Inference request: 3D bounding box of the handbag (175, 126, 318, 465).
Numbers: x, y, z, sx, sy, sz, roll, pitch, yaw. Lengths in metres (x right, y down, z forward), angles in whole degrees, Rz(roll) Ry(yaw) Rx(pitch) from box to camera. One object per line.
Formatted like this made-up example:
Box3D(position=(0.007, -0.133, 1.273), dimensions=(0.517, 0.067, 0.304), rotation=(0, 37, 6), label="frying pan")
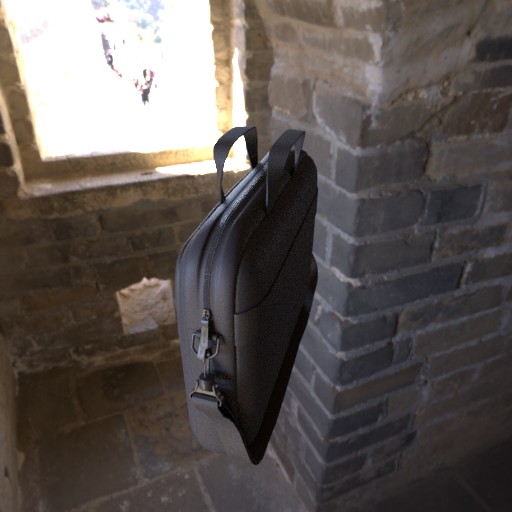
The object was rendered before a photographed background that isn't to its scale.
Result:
Box3D(position=(0.000, 0.000, 0.589), dimensions=(0.126, 0.330, 0.429), rotation=(9, 32, 14), label="handbag")
